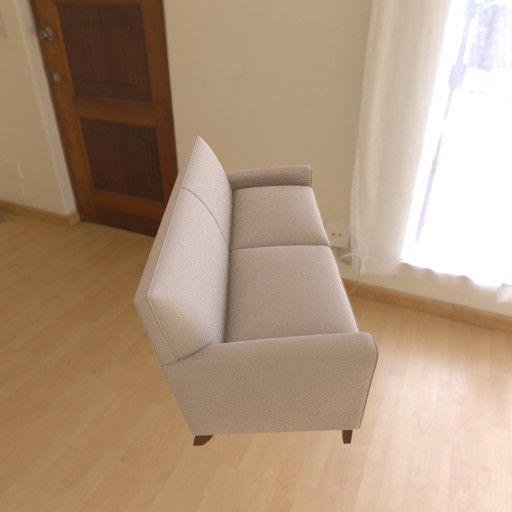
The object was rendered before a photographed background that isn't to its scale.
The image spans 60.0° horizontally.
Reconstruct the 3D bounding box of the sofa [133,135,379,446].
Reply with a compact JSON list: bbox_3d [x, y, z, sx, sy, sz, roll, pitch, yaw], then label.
[{"bbox_3d":[0.000,0.000,2.529,0.875,0.846,2.000,-1,31,-1],"label":"sofa"}]
